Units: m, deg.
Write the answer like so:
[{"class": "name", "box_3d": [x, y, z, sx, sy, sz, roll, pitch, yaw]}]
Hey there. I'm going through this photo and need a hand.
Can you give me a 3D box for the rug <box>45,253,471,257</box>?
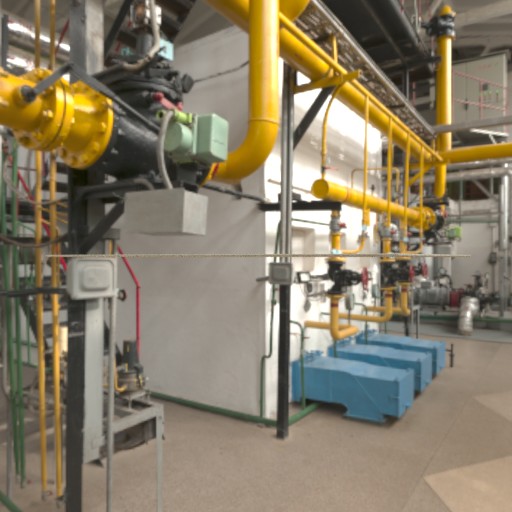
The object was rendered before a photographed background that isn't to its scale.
[{"class": "rug", "box_3d": [0.000, 0.000, 2.279, 1.829, 0.010, 1.219, 0, 0, 35]}]
